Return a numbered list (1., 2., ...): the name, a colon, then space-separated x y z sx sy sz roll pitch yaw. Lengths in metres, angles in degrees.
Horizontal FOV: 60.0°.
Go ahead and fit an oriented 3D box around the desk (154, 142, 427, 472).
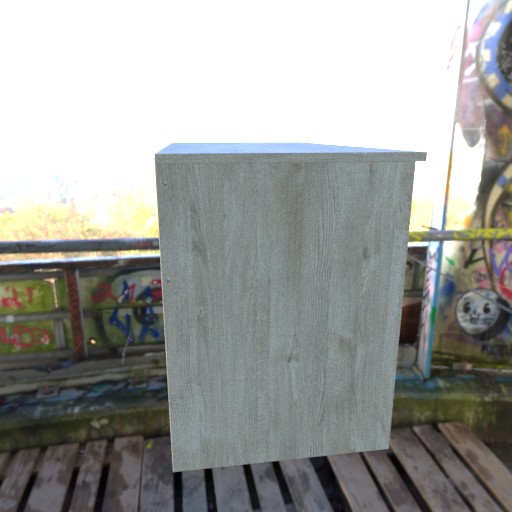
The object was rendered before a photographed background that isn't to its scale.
1. desk: 0.000 0.000 1.508 0.560 0.730 1.100 -2 16 -8
